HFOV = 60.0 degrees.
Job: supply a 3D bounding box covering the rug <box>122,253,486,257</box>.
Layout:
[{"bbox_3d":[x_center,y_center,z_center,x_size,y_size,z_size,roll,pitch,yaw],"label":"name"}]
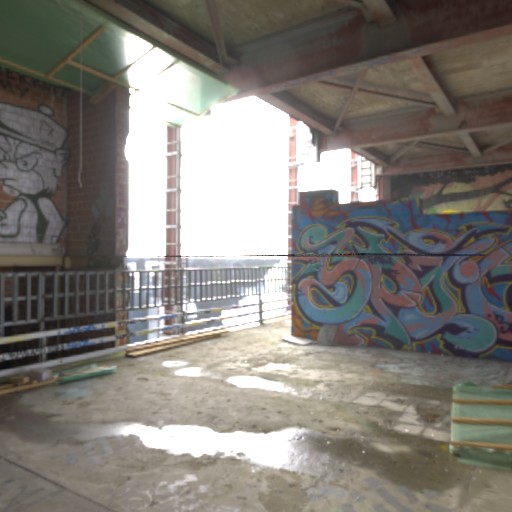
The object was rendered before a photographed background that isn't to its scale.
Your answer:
[{"bbox_3d":[0.000,0.000,2.688,0.832,0.008,2.362,0,0,-36],"label":"rug"}]
